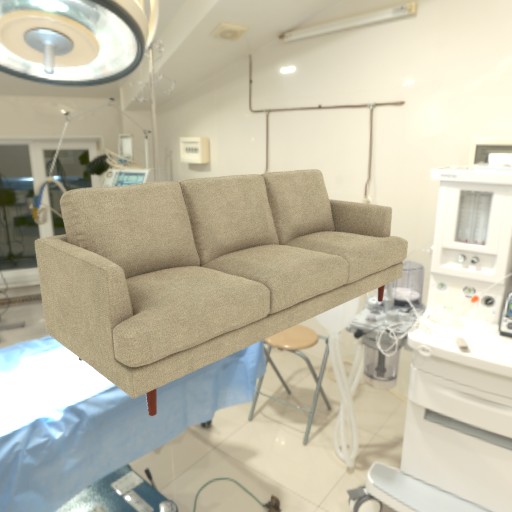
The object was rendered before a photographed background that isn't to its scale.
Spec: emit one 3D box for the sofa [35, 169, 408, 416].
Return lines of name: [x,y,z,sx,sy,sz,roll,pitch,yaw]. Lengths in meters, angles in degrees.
sofa: [0.000,0.000,2.696,0.903,0.930,2.246,14,21,43]
